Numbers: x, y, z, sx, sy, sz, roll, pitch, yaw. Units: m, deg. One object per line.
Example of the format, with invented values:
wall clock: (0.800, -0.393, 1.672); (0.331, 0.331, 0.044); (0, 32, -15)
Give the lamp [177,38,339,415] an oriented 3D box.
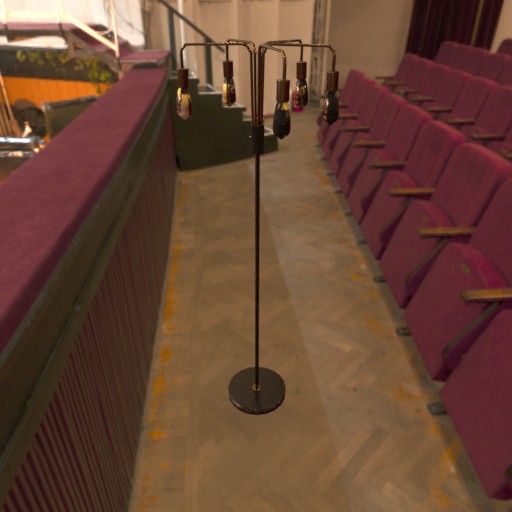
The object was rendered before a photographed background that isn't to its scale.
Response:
lamp: (0.000, 0.000, 1.977); (0.599, 1.721, 0.572); (0, 30, 0)
